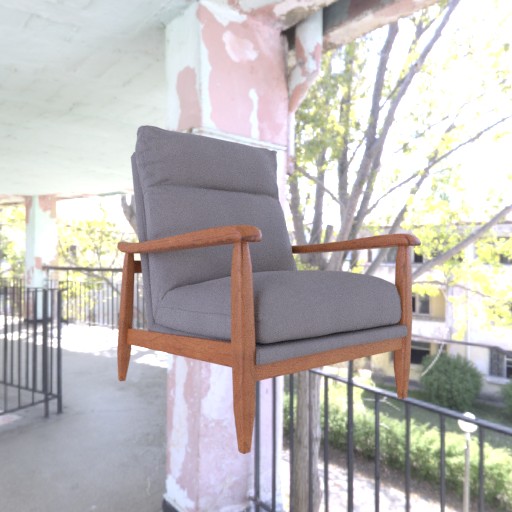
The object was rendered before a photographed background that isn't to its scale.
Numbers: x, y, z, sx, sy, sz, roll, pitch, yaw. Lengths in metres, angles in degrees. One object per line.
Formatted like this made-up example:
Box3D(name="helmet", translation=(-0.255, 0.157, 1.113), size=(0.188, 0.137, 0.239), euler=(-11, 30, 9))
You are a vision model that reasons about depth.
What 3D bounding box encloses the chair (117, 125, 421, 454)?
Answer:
Box3D(name="chair", translation=(0.000, 0.000, 1.528), size=(0.782, 0.922, 0.816), euler=(0, 0, -38))
